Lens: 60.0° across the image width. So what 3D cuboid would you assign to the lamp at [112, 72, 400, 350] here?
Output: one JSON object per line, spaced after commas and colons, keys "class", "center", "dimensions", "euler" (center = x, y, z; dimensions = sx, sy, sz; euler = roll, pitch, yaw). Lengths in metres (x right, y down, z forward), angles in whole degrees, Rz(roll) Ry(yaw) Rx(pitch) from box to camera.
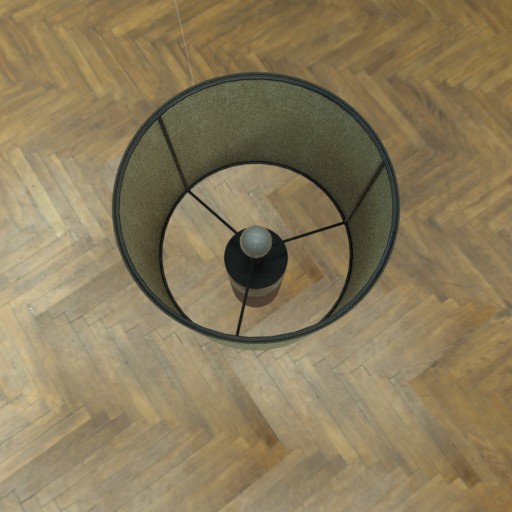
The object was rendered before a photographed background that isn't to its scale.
{"class": "lamp", "center": [0.000, 0.000, 0.481], "dimensions": [0.202, 0.350, 0.202], "euler": [0, 76, 0]}
